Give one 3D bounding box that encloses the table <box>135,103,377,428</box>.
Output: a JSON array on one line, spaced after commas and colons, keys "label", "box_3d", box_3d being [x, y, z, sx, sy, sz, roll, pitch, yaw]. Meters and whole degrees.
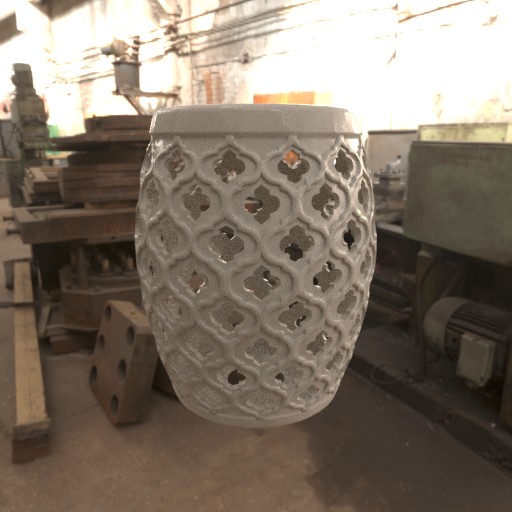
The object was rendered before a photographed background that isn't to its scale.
[{"label": "table", "box_3d": [0.000, 0.000, 0.623, 0.325, 0.388, 0.325, 0, 15, 0]}]
